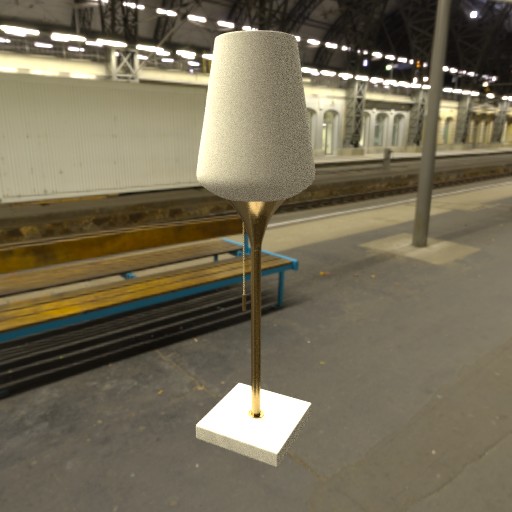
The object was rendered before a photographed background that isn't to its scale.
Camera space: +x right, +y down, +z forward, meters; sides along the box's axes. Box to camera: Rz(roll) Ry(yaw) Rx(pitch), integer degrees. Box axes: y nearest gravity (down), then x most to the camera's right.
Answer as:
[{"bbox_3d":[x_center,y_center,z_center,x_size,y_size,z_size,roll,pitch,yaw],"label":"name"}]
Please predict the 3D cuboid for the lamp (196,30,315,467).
[{"bbox_3d":[0.000,0.000,0.715,0.181,0.639,0.181,8,17,26],"label":"lamp"}]
